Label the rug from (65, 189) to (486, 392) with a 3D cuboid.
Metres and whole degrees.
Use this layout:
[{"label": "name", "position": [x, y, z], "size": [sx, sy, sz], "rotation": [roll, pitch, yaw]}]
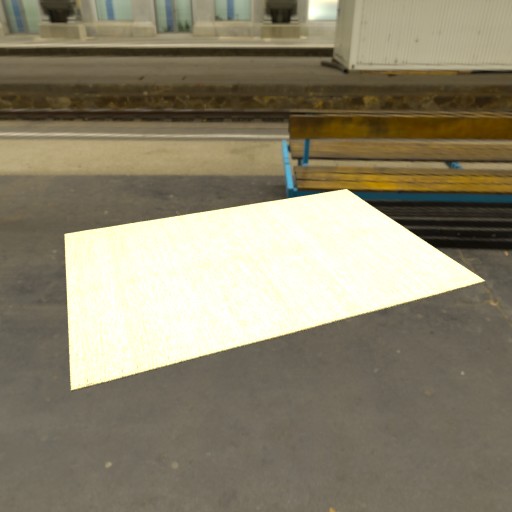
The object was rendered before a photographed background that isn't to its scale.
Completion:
[{"label": "rug", "position": [0.000, 0.000, 2.310], "size": [1.850, 0.015, 1.250], "rotation": [-11, 32, -18]}]
